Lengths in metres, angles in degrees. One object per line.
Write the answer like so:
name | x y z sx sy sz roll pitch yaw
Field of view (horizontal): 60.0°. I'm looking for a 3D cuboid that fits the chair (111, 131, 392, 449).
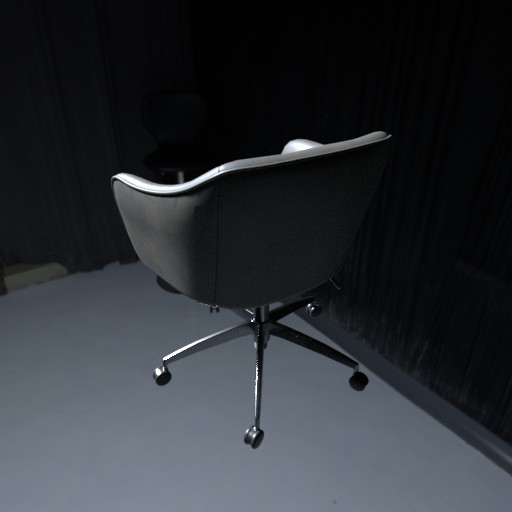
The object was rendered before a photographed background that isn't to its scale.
chair | 0.000 0.000 1.388 0.713 0.827 0.689 -19 35 -29
